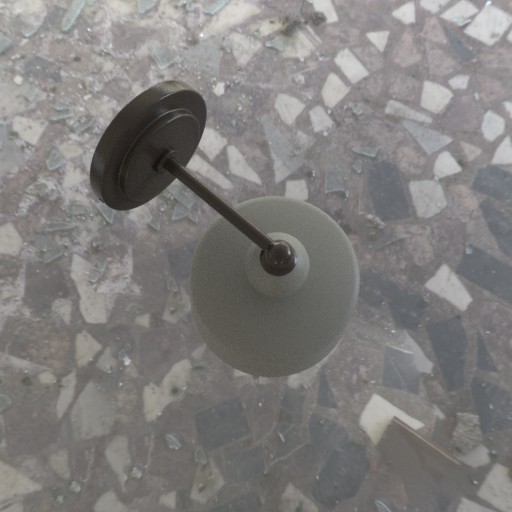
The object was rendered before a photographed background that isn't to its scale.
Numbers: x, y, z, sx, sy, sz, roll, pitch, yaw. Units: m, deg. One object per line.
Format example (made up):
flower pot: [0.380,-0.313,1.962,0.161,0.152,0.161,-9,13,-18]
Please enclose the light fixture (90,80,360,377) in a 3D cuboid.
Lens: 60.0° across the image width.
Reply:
light fixture: [0.000,0.000,0.439,0.254,0.268,0.204,40,79,9]
